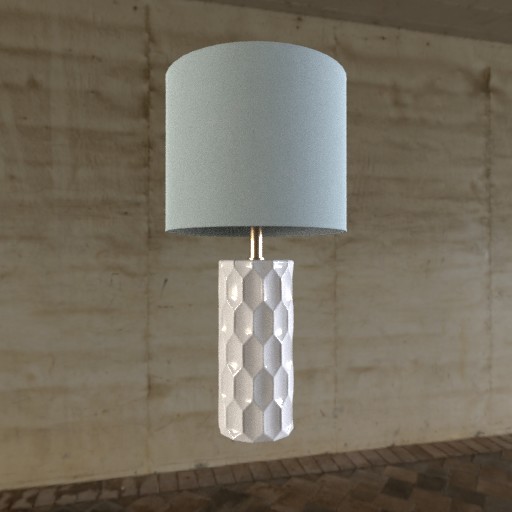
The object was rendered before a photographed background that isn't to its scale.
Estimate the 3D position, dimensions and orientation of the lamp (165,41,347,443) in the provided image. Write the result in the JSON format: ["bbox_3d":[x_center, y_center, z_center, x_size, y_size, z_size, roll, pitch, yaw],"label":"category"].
[{"bbox_3d":[0.000,0.000,0.689,0.277,0.534,0.277,0,0,19],"label":"lamp"}]
